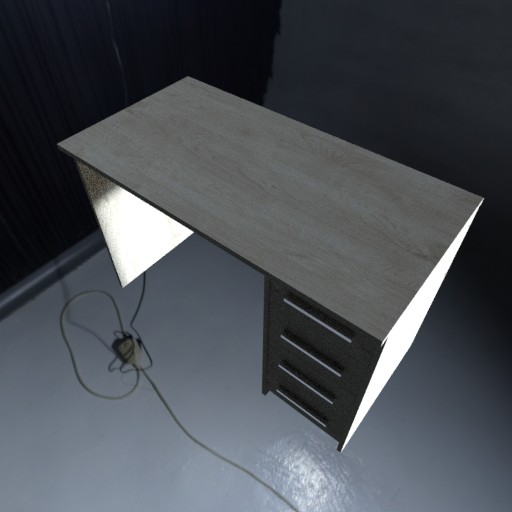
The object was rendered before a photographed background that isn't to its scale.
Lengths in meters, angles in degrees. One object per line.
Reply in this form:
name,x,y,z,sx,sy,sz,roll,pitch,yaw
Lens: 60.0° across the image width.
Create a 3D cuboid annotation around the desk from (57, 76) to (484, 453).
desk,0.000,0.000,1.523,1.096,0.730,0.560,31,55,25
